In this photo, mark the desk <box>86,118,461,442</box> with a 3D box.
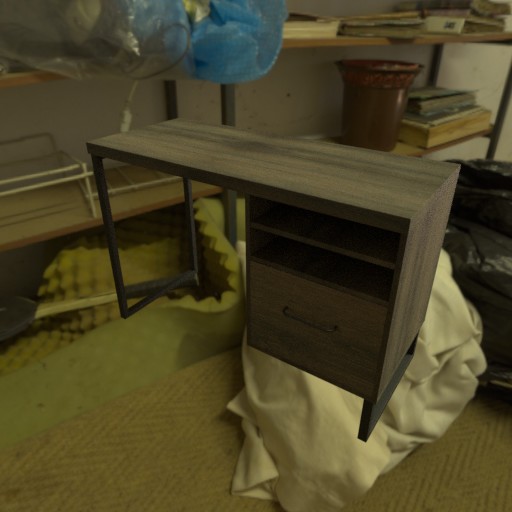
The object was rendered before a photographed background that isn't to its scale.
[{"bbox_3d":[0.000,0.000,1.603,1.134,0.752,0.511,19,34,30],"label":"desk"}]
